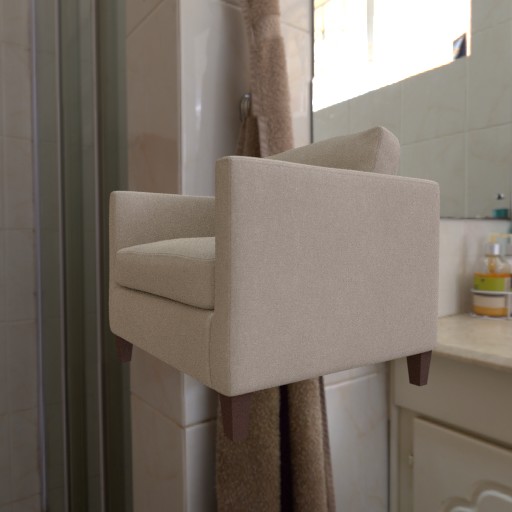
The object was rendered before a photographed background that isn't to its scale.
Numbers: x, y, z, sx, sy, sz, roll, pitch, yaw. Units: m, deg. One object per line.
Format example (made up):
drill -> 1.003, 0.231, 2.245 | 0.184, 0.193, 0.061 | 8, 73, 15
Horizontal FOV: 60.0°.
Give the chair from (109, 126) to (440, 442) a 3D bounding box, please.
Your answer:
chair -> 0.000, 0.000, 1.832 | 0.959, 0.961, 1.107 | -1, 2, -34
